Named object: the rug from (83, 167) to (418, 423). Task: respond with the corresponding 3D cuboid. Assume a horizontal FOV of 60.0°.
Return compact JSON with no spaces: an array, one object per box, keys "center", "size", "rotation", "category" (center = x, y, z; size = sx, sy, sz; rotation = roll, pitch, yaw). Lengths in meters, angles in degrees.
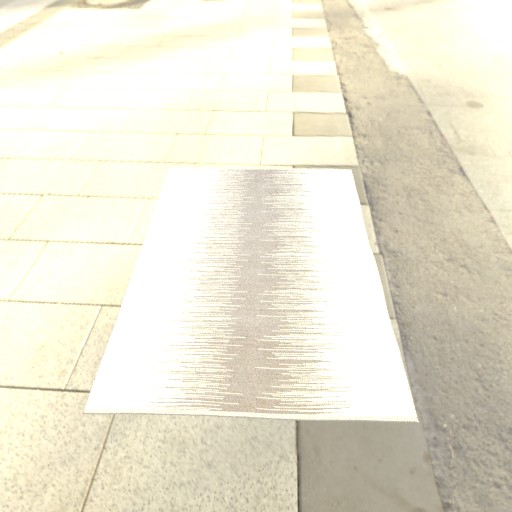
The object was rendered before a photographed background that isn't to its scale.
[{"center":[0.000,0.000,2.299],"size":[1.226,0.007,1.815],"rotation":[1,41,1],"category":"rug"}]
